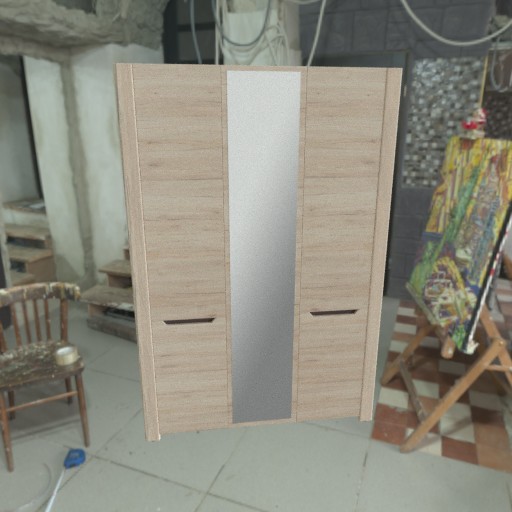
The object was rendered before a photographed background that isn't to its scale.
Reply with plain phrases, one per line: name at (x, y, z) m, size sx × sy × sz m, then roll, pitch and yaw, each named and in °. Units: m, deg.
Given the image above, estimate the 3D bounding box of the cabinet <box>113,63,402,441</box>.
cabinet at (0.000, 0.000, 2.688) m, size 1.400 × 2.070 × 0.580 m, roll -2°, pitch 17°, yaw -8°
